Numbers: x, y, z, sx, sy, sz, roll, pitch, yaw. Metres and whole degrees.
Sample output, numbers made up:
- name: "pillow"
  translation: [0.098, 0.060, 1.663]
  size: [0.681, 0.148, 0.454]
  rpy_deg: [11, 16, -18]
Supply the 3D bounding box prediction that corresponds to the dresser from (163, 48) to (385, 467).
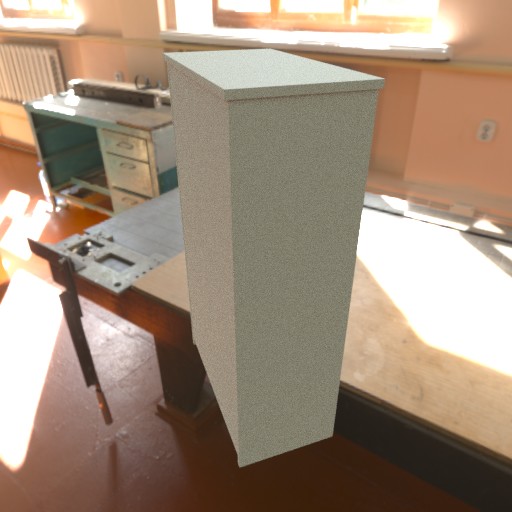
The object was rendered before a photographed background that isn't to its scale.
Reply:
- name: "dresser"
  translation: [0.000, 0.000, 1.562]
  size: [0.399, 1.255, 0.704]
  rpy_deg: [-11, 32, -17]
